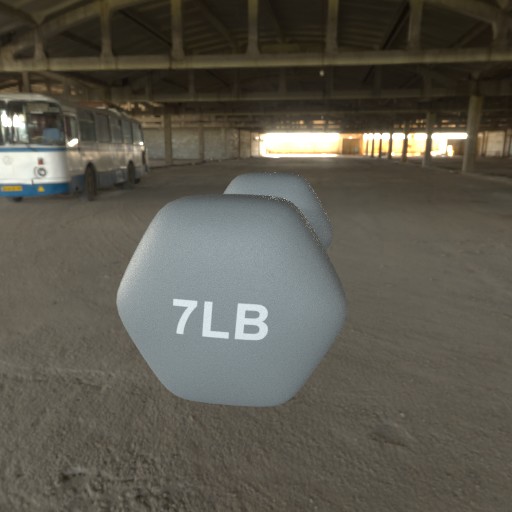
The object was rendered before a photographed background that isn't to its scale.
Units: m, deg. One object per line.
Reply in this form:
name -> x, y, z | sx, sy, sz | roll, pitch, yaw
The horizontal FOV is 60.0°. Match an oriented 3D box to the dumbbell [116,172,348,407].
dumbbell -> 0.000, 0.000, 0.241 | 0.090, 0.081, 0.184 | 2, 14, 8
